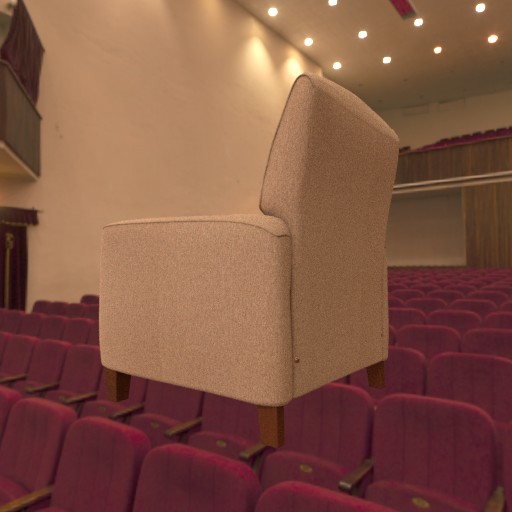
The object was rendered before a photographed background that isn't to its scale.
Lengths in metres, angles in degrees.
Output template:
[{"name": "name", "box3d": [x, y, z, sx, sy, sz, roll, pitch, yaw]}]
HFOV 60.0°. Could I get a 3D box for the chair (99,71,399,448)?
[{"name": "chair", "box3d": [0.000, 0.000, 1.645, 0.864, 1.014, 0.848, -1, -2, 37]}]
